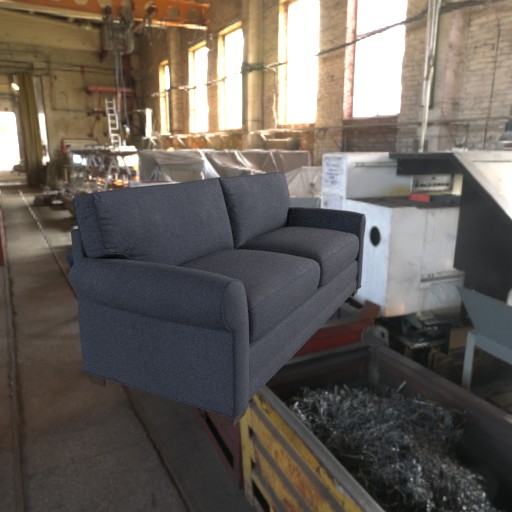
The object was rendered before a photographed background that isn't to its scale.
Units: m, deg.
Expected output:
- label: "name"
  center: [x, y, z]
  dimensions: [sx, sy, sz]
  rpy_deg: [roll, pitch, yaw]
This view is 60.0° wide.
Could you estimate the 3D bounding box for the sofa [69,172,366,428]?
- label: "sofa"
  center: [0.000, 0.000, 2.972]
  dimensions: [0.954, 1.026, 2.391]
  rpy_deg: [7, 15, 26]
